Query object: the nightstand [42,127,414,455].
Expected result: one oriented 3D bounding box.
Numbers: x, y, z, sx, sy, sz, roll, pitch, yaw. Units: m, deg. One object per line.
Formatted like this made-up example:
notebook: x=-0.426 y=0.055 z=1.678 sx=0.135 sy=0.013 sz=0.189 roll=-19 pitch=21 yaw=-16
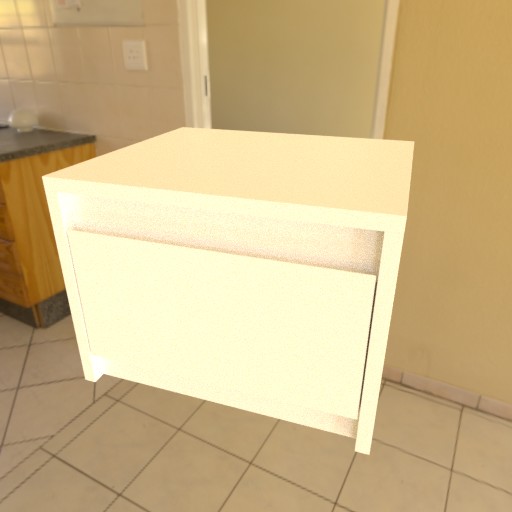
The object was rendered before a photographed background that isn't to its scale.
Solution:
nightstand: x=0.000 y=0.000 z=0.778 sx=0.470 sy=0.351 sz=0.408 roll=8 pitch=27 yaw=17
